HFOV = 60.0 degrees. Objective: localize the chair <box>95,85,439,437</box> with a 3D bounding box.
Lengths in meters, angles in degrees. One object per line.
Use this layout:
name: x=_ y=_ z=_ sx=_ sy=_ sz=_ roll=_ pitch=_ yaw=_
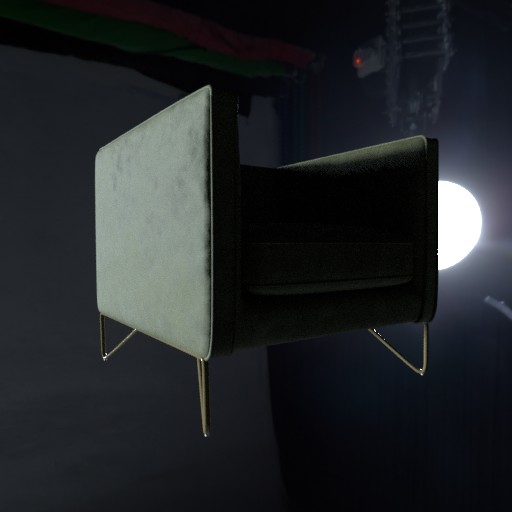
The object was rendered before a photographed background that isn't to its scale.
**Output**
chair: x=0.000 y=0.000 z=1.550 sx=0.880 sy=0.790 sz=0.894 roll=-1 pitch=2 yaw=-35
